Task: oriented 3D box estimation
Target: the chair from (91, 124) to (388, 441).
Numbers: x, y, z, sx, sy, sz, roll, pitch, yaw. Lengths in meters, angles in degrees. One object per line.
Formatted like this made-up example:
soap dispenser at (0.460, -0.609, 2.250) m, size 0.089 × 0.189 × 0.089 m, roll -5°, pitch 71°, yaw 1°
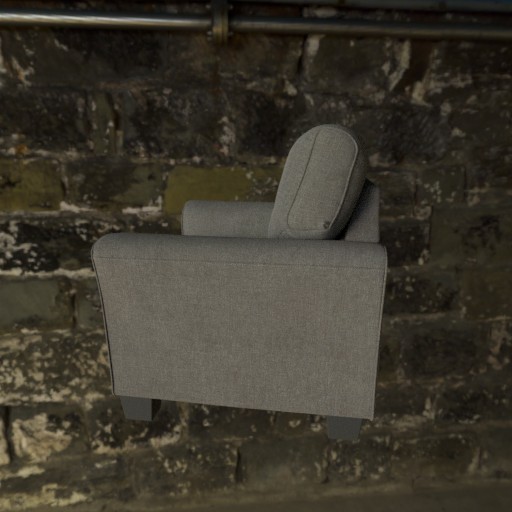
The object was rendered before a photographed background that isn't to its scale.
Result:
chair at (0.000, 0.000, 1.622) m, size 0.816 × 0.890 × 0.941 m, roll 2°, pitch 14°, yaw 9°
